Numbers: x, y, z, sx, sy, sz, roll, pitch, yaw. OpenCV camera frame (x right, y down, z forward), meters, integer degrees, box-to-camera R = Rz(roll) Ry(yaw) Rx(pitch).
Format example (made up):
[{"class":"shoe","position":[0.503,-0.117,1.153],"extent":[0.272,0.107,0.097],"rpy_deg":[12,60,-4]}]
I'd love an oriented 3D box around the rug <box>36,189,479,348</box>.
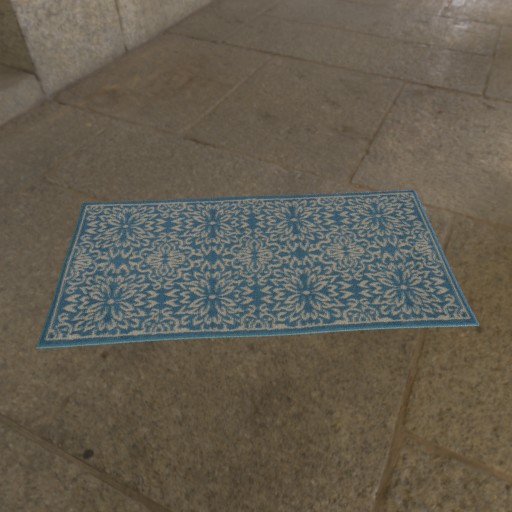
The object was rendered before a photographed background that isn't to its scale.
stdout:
[{"class":"rug","position":[0.000,0.000,1.418],"extent":[1.219,0.007,0.604],"rpy_deg":[-3,47,-2]}]
